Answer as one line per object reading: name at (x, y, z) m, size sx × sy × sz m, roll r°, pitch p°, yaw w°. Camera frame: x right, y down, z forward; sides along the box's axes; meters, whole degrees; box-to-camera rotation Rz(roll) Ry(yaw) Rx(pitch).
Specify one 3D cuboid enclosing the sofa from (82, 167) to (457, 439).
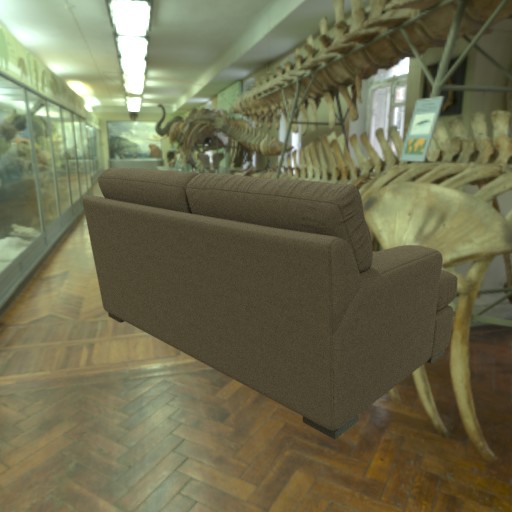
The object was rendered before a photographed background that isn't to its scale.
sofa at (0.000, 0.000, 2.468) m, size 1.869 × 0.950 × 1.140 m, roll 14°, pitch 19°, yaw 43°
